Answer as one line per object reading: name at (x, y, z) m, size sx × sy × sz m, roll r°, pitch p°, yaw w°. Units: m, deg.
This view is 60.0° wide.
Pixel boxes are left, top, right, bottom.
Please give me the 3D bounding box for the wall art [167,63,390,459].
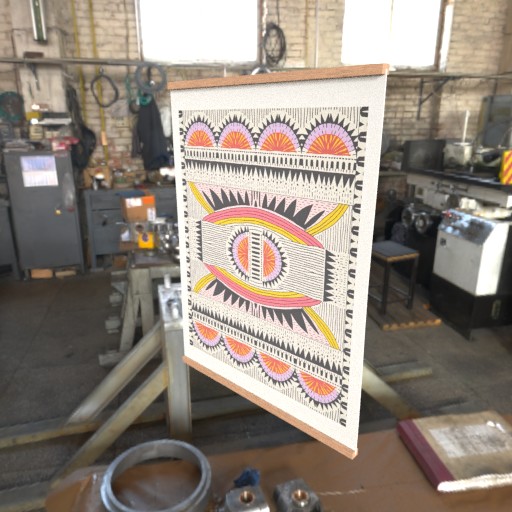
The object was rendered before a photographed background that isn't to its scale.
wall art at (0.000, 0.000, 1.338) m, size 0.765 × 1.016 × 0.028 m, roll 16°, pitch 23°, yaw 41°
